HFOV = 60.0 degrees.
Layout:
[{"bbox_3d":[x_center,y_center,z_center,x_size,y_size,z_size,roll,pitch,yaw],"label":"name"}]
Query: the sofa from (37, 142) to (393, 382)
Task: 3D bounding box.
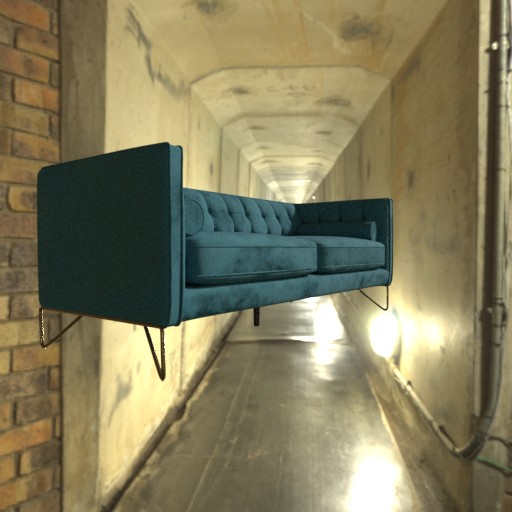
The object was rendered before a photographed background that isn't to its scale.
[{"bbox_3d":[0.000,0.000,2.493,0.867,0.789,2.087,1,1,37],"label":"sofa"}]
